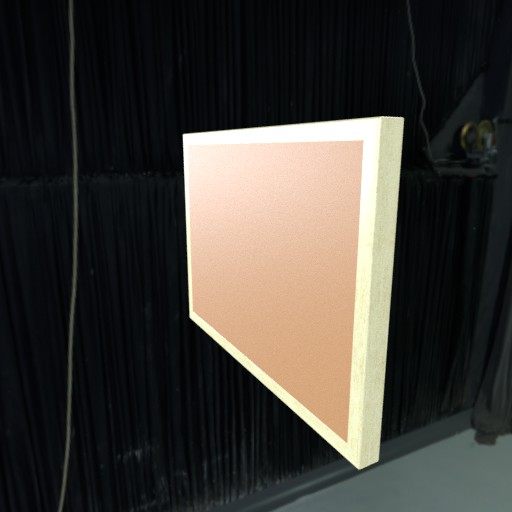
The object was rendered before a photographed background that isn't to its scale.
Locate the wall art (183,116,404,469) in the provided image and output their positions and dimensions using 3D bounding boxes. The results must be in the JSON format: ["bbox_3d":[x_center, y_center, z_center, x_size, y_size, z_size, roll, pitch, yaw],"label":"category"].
[{"bbox_3d":[0.000,0.000,0.689,0.032,0.381,0.533,-7,15,-28],"label":"wall art"}]
